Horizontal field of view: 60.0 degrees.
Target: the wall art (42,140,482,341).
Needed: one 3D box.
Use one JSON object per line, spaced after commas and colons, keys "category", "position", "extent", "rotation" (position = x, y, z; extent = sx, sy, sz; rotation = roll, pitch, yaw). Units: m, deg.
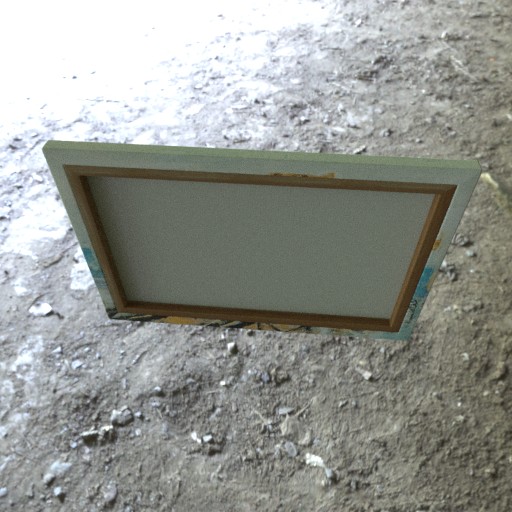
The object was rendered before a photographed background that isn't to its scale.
{"category": "wall art", "position": [0.000, 0.000, 1.142], "extent": [0.913, 0.609, 0.038], "rotation": [4, 46, 3]}
